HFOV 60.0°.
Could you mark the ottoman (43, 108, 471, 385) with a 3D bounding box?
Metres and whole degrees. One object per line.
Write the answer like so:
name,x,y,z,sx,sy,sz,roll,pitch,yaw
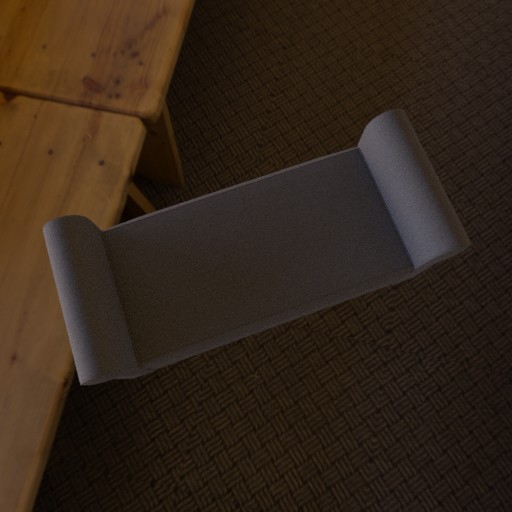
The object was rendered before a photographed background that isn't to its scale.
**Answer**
ottoman,0.000,0.000,1.606,1.256,0.547,0.521,-19,76,-5
